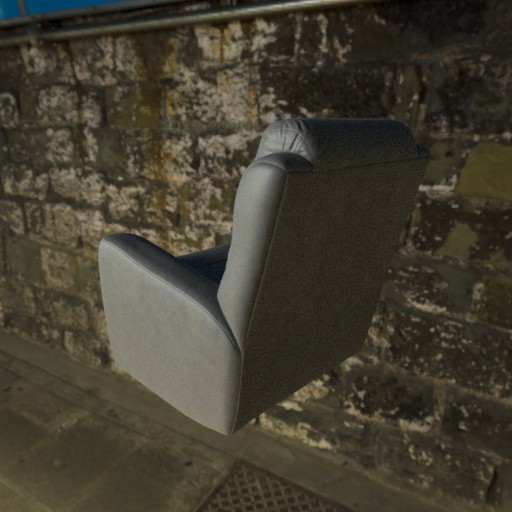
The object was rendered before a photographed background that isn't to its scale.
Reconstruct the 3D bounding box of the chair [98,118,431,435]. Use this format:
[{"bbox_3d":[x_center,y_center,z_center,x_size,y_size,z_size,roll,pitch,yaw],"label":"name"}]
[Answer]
[{"bbox_3d":[0.000,0.000,1.884,1.068,1.116,0.965,16,23,43],"label":"chair"}]
